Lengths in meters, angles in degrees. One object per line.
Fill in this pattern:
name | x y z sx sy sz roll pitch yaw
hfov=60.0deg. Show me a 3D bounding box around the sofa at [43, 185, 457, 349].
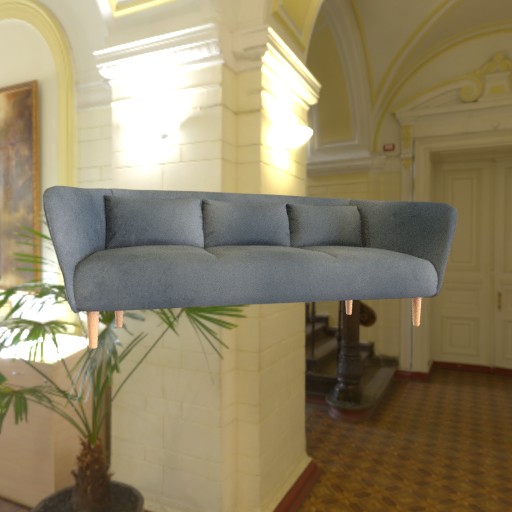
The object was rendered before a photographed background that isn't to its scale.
sofa | 0.000 0.000 2.502 2.095 0.795 0.849 0 1 -19
